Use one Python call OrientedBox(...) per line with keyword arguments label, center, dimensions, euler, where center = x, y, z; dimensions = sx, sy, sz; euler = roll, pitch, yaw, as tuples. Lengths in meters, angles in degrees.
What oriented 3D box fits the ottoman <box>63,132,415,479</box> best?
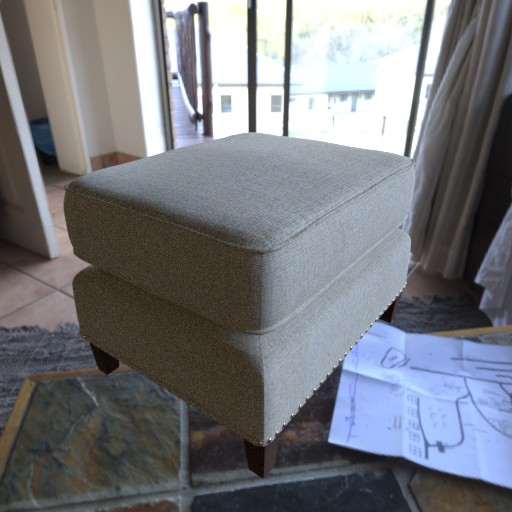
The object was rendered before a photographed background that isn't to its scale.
OrientedBox(label="ottoman", center=(0.000, 0.000, 1.144), dimensions=(0.589, 0.537, 0.738), euler=(19, 32, 32))
